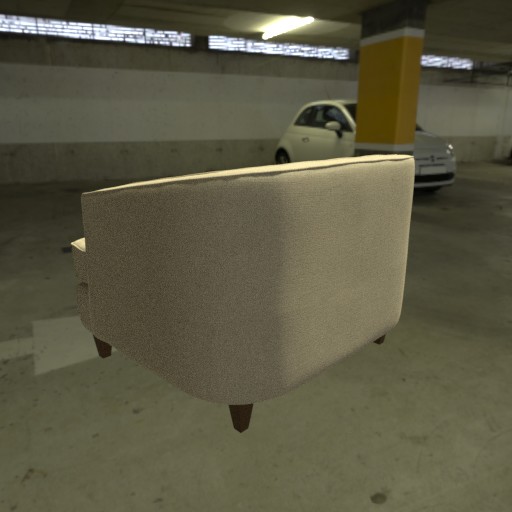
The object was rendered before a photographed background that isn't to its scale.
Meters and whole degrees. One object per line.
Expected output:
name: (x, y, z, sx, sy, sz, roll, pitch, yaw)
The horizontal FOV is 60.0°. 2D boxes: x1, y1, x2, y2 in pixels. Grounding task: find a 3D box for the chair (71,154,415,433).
chair: (0.000, 0.000, 1.734, 1.118, 0.787, 0.914, -16, 22, -42)
